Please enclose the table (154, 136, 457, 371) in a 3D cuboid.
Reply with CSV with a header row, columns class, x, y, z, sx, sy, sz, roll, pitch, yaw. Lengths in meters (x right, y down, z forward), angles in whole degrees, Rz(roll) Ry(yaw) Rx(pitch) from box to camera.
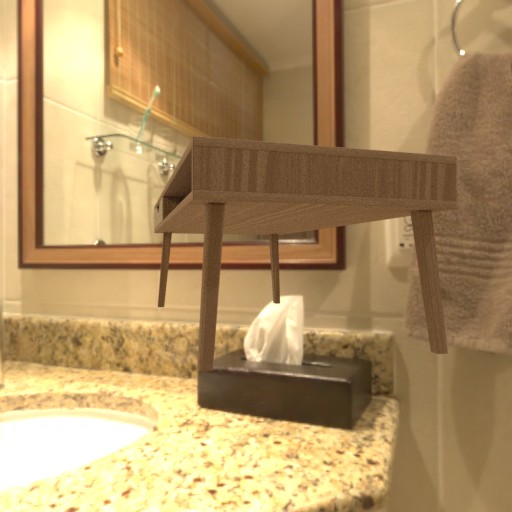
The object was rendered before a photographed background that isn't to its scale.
class,x,y,z,sx,sy,sz,roll,pitch,yaw
table,0.000,0.000,1.496,0.600,0.450,1.200,0,0,-16
